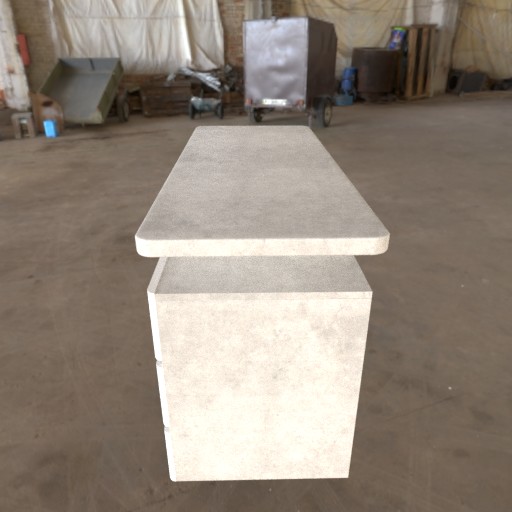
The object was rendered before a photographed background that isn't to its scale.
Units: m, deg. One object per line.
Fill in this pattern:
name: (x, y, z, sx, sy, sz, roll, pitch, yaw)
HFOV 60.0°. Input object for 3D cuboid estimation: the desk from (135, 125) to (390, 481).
desk: (0.000, 0.000, 1.719, 0.550, 0.755, 1.400, -1, 26, -1)
